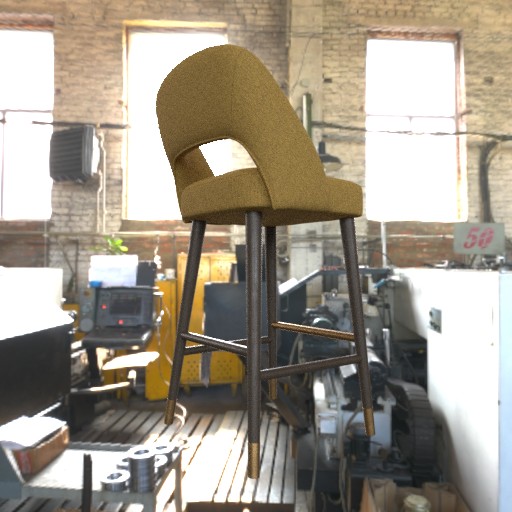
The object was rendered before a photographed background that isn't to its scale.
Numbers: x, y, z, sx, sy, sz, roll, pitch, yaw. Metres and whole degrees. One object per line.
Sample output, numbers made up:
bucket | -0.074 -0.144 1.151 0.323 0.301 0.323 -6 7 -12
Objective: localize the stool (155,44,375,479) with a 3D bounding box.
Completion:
stool | 0.000 0.000 1.310 0.522 1.032 0.536 1 -1 -37
